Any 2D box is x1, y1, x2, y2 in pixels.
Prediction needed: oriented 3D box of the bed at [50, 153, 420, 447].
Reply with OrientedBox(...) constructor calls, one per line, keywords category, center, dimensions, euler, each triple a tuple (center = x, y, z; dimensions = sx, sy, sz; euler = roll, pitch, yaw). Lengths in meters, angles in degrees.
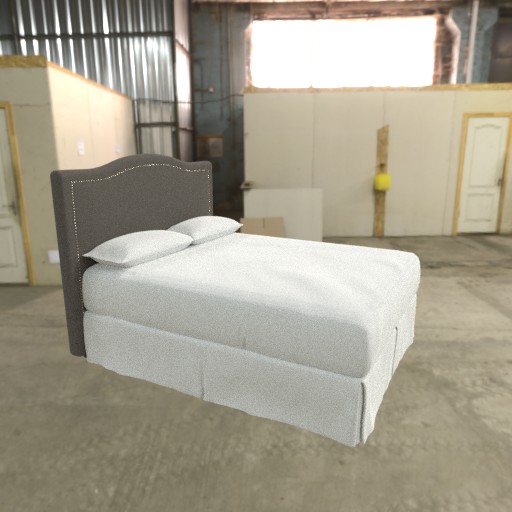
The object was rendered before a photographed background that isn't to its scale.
OrientedBox(category="bed", center=(0.000, 0.000, 3.123), dimensions=(2.036, 1.387, 1.666), euler=(8, 16, 27))
